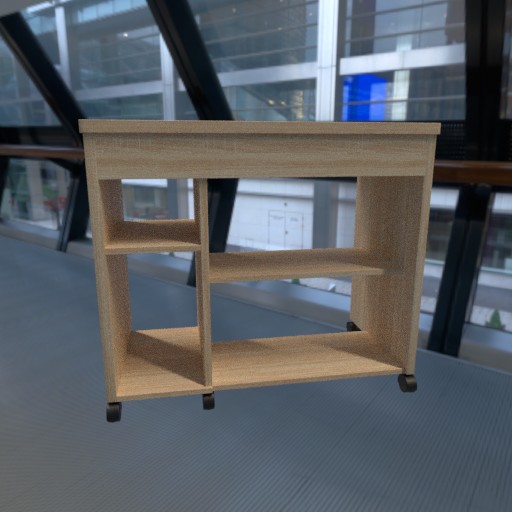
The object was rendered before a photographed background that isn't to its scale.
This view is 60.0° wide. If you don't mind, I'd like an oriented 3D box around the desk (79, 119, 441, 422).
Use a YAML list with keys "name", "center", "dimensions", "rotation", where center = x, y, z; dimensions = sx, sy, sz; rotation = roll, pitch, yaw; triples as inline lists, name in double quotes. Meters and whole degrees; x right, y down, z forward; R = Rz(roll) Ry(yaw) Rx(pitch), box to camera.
- name: "desk"
  center: [0.000, 0.000, 1.365]
  dimensions: [0.884, 0.770, 0.480]
  rotation: [-2, 14, -10]
